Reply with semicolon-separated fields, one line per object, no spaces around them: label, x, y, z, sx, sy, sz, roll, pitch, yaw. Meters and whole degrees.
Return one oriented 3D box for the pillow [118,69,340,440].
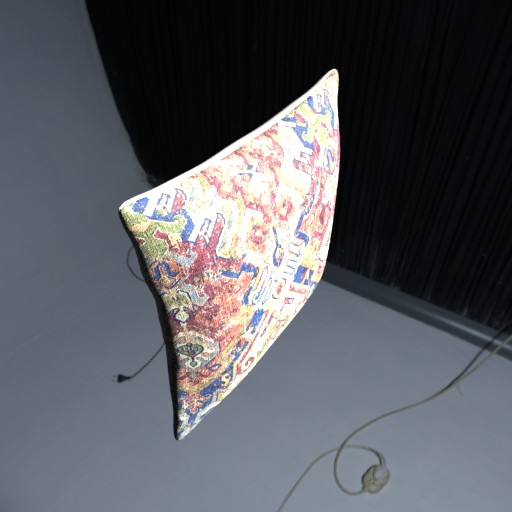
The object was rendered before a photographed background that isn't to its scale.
pillow;0.000;0.000;0.795;0.166;0.506;0.523;24;47;25
